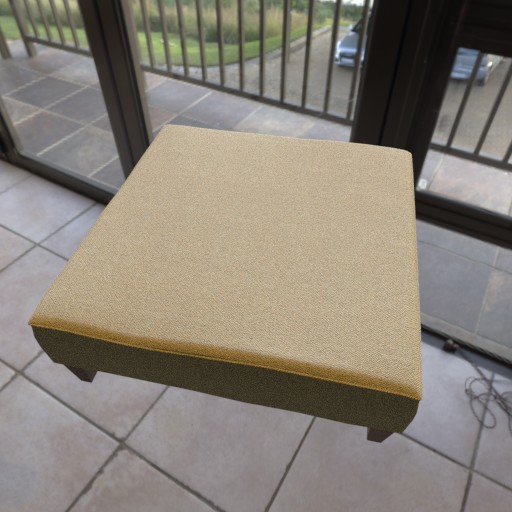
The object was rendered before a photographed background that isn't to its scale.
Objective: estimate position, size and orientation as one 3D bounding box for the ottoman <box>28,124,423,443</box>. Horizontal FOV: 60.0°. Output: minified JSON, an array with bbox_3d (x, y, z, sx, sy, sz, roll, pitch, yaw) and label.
[{"bbox_3d":[0.000,0.000,1.479,0.968,0.379,1.004,9,46,8],"label":"ottoman"}]
